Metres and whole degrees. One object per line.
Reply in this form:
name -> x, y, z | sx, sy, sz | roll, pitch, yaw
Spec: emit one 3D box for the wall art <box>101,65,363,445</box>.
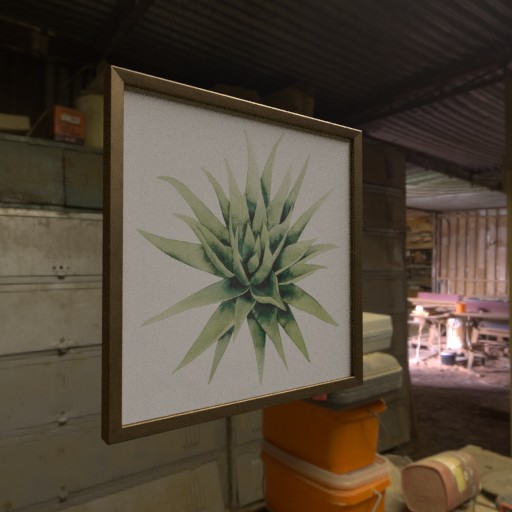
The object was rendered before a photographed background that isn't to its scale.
wall art -> 0.000, 0.000, 0.748 | 0.503, 0.506, 0.030 | 1, -1, -36
